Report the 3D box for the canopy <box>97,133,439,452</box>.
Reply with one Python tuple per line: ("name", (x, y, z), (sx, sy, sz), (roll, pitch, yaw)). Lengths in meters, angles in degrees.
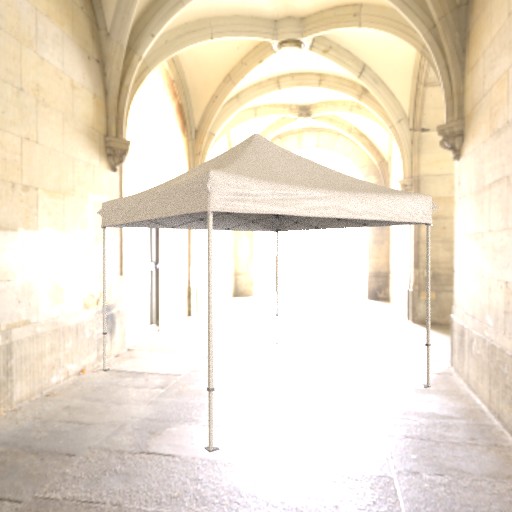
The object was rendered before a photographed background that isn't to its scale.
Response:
("canopy", (0.000, 0.000, 5.432), (2.994, 2.998, 2.996), (-1, 1, -35))
